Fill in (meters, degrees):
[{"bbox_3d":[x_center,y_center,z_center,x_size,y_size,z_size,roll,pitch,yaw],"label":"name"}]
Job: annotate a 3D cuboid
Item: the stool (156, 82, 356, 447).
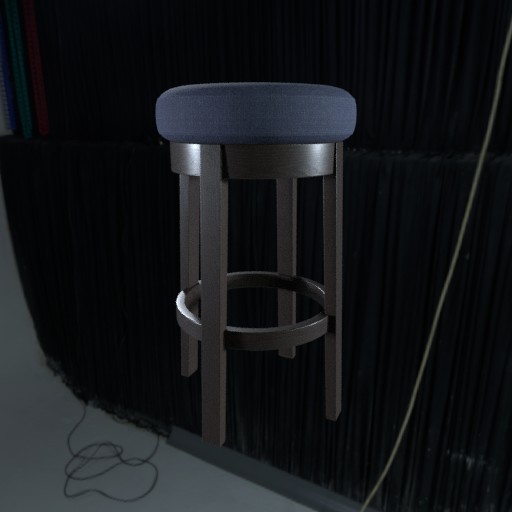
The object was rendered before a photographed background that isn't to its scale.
[{"bbox_3d":[0.000,0.000,1.059,0.446,0.758,0.446,0,17,0],"label":"stool"}]
